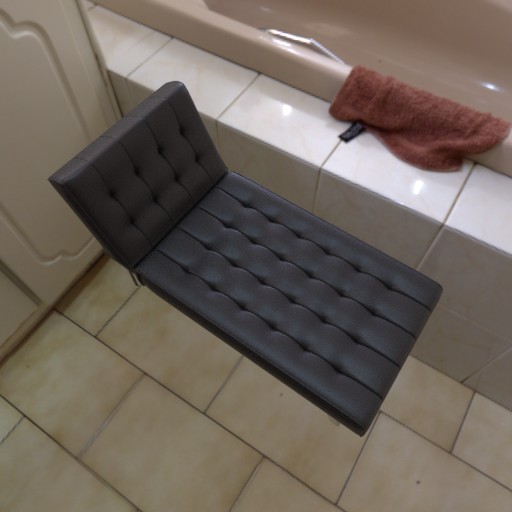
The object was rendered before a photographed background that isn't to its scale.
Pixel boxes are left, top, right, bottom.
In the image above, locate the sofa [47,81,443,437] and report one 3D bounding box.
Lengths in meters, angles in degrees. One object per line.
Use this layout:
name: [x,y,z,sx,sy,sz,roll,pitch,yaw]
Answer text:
sofa: [0.000,0.000,2.017,1.560,0.820,0.760,31,64,17]
